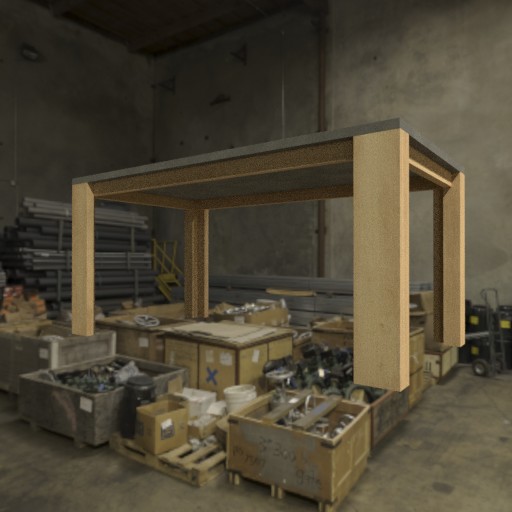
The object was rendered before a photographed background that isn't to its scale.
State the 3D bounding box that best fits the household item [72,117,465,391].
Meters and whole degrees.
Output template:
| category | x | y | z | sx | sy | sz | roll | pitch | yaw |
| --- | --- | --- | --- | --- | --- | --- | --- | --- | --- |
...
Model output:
| category | x | y | z | sx | sy | sz | roll | pitch | yaw |
| --- | --- | --- | --- | --- | --- | --- | --- | --- | --- |
| household item | 0.000 | 0.000 | 2.033 | 1.600 | 0.755 | 0.850 | 0 | 0 | 36 |
